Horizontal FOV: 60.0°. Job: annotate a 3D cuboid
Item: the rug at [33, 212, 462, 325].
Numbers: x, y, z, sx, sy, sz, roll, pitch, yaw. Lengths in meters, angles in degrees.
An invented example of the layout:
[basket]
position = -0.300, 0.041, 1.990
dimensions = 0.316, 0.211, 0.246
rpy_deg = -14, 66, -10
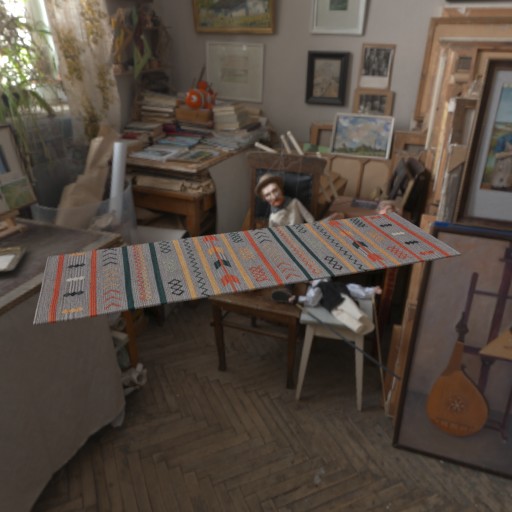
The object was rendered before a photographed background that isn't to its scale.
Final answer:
[rug]
position = 0.000, 0.000, 2.702
dimensions = 2.419, 0.022, 0.744
rpy_deg = -8, 28, -16
